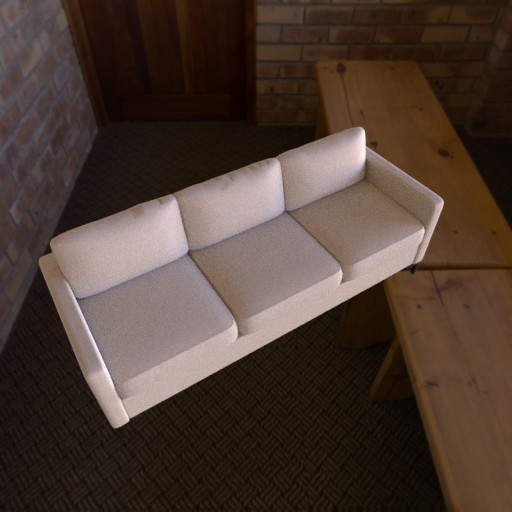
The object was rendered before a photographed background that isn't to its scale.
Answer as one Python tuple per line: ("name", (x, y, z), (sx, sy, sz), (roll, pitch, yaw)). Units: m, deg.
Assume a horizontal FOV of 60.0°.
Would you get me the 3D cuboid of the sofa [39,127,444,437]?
("sofa", (0.000, 0.000, 2.670), (2.218, 0.874, 0.859), (-25, 51, -22))
